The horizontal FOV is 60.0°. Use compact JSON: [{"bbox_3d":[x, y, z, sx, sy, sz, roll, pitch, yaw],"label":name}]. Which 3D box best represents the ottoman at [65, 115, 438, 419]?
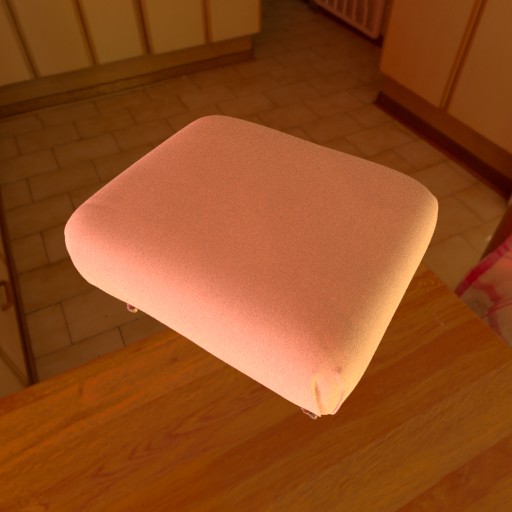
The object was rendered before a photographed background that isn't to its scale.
[{"bbox_3d":[0.000,0.000,1.154,0.746,0.450,0.622,25,52,21],"label":"ottoman"}]
